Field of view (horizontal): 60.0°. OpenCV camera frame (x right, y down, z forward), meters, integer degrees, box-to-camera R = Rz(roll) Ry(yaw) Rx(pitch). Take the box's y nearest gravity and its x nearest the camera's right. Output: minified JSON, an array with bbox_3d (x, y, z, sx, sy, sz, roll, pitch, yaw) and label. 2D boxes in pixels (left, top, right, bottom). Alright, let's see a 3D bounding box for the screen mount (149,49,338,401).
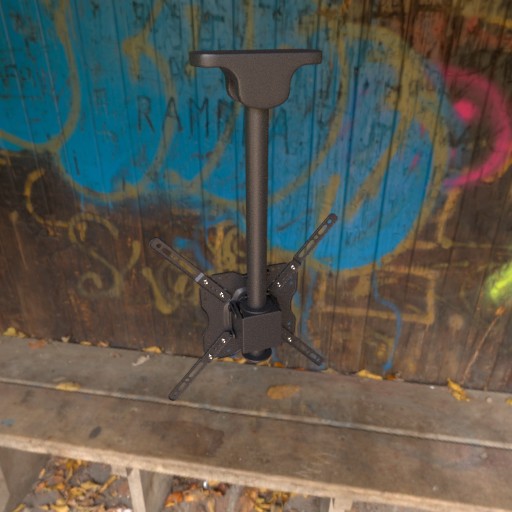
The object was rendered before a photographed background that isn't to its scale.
[{"bbox_3d":[0.000,0.000,0.866,0.393,0.729,0.090,-9,29,-16],"label":"screen mount"}]
